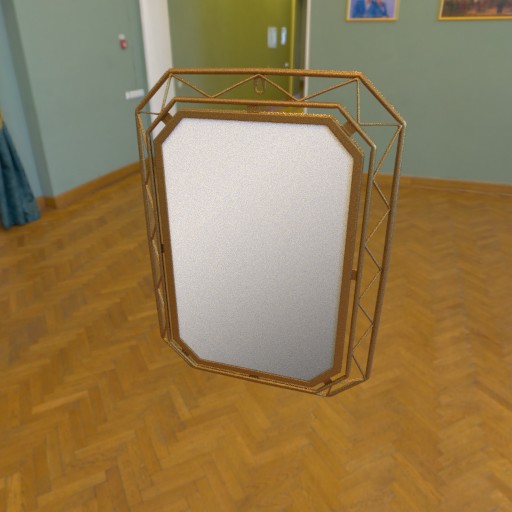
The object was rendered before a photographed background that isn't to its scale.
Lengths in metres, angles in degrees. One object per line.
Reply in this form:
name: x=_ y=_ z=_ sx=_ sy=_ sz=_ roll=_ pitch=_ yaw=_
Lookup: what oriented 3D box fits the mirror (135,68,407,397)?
mirror: x=0.000 y=0.000 z=0.725 sx=0.417 sy=0.566 sz=0.042 roll=8 pitch=27 yaw=15
